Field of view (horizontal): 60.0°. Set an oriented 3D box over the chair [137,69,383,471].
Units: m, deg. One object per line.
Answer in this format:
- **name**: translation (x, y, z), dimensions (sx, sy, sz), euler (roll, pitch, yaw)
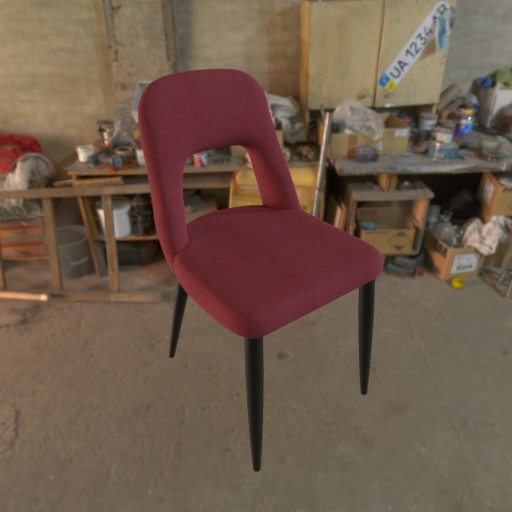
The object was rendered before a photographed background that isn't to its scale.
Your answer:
- **chair**: translation (0.000, 0.000, 1.219), dimensions (0.483, 0.892, 0.569), euler (-21, 37, -31)
